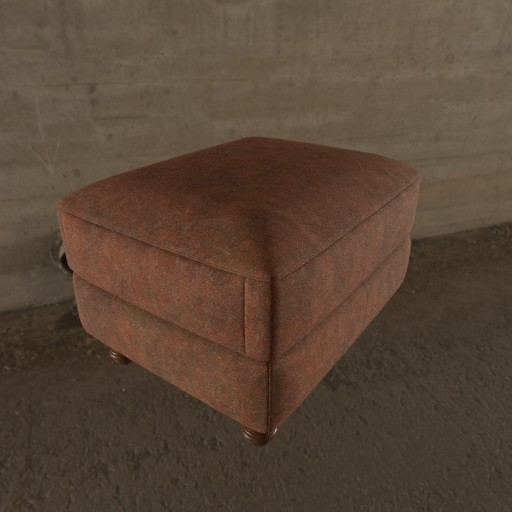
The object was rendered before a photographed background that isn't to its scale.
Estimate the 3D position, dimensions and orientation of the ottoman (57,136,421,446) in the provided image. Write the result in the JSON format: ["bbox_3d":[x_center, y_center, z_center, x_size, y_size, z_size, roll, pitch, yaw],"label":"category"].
[{"bbox_3d":[0.000,0.000,1.162,0.635,0.508,0.787,18,32,32],"label":"ottoman"}]
